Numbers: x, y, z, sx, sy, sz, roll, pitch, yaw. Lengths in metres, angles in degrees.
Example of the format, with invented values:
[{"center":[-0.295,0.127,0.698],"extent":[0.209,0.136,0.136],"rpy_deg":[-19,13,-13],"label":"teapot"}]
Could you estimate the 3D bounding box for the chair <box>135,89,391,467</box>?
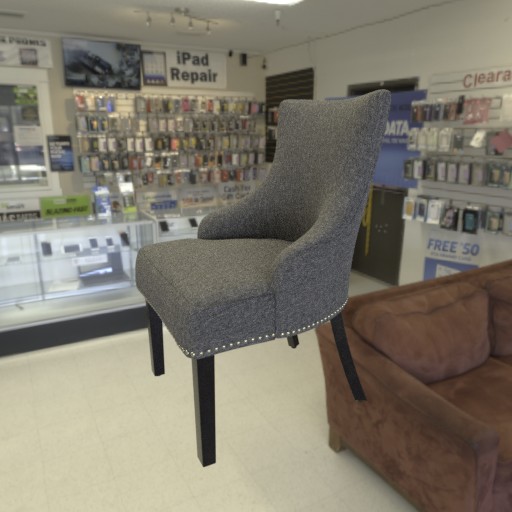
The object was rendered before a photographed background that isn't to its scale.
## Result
[{"center":[0.000,0.000,1.310],"extent":[0.629,0.909,0.566],"rpy_deg":[-8,18,-26],"label":"chair"}]
